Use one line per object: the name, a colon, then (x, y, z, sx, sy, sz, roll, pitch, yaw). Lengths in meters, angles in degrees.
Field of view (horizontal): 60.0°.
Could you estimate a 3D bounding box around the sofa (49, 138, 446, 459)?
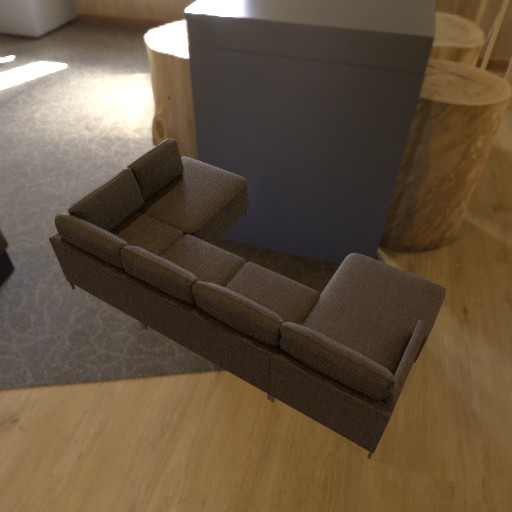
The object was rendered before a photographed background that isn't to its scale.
sofa: (0.000, 0.000, 4.324, 3.423, 0.999, 2.048, 23, 49, 22)
